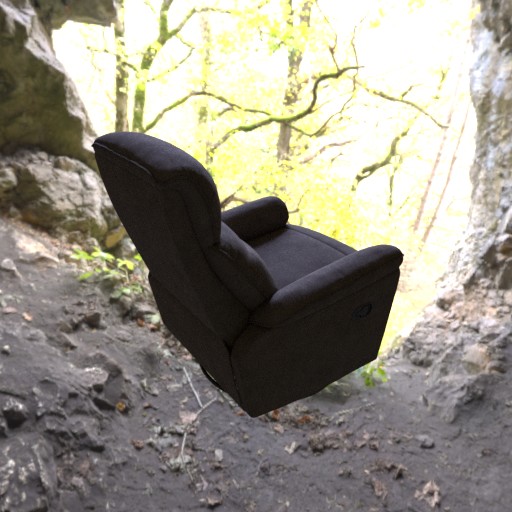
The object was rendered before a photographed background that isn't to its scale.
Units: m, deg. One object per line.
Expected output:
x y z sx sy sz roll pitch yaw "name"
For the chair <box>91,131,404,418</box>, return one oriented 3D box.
0.000 0.000 1.776 1.009 1.036 0.830 -18 31 -32 "chair"
